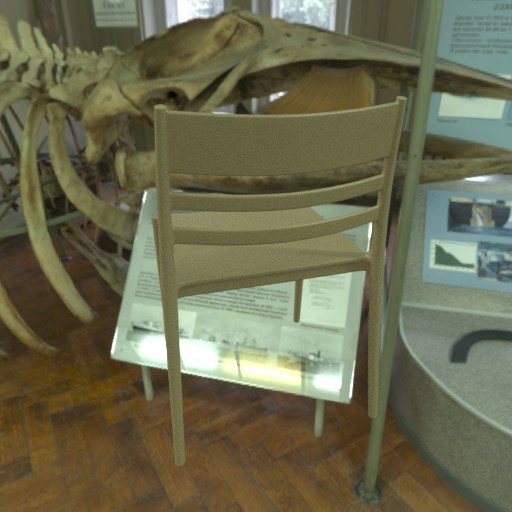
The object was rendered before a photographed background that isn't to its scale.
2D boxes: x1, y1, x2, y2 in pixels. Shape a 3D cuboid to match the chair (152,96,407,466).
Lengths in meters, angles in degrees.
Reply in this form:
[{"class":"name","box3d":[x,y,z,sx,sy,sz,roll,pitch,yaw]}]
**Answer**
[{"class":"chair","box3d":[0.000,0.000,1.134,0.531,0.800,0.511,-7,27,-15]}]
